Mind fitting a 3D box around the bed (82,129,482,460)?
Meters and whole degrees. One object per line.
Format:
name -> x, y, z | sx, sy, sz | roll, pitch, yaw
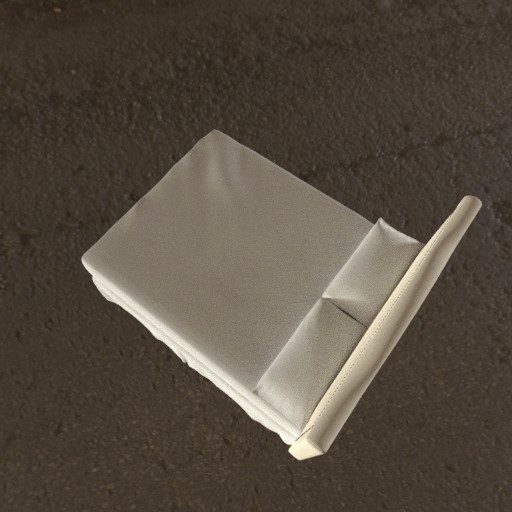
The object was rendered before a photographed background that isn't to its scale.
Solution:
bed -> 0.000, 0.000, 3.207 | 2.143, 1.460, 1.753 | 34, 69, 15
